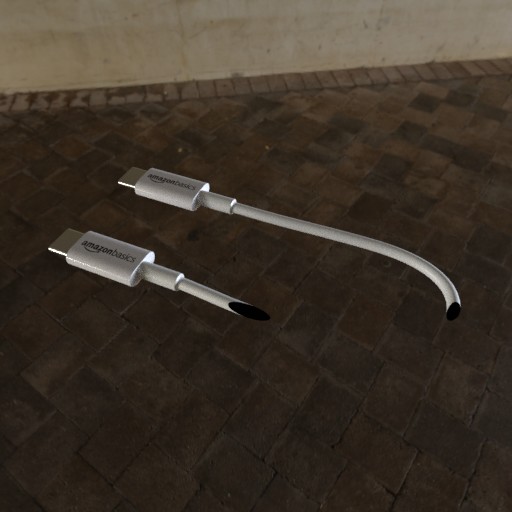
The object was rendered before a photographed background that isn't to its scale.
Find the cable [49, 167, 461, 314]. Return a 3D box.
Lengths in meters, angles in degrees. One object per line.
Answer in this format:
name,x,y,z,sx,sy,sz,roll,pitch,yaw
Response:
cable,0.000,0.000,0.112,0.098,0.005,0.041,18,49,16
